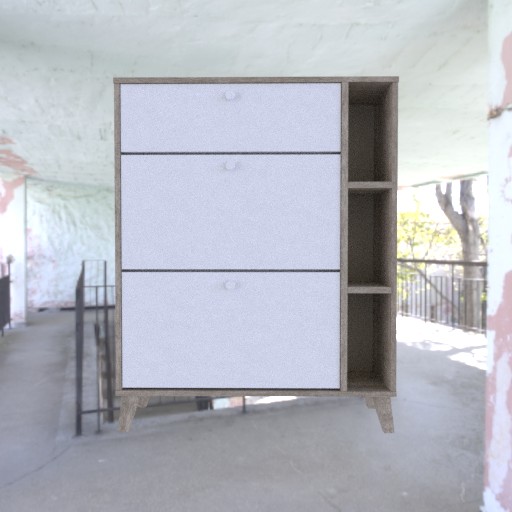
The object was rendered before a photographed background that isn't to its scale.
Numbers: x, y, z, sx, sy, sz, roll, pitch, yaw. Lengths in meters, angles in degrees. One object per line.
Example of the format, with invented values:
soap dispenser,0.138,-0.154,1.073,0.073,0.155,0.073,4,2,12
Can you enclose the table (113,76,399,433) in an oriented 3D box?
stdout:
table,0.000,0.000,1.533,0.902,1.135,0.256,0,1,1
